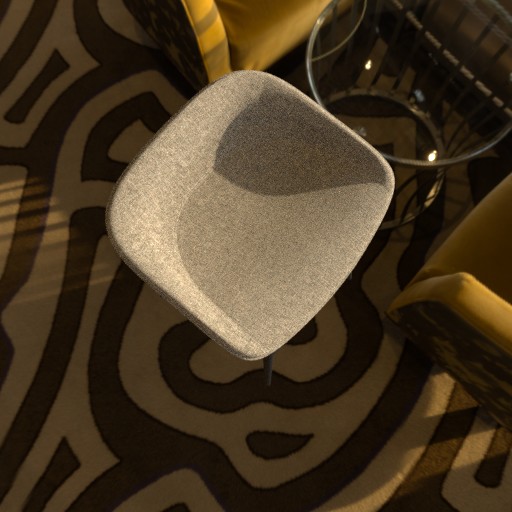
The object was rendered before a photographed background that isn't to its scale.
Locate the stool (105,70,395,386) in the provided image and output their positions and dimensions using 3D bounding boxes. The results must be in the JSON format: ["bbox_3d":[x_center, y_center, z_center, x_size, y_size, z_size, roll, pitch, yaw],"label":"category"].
[{"bbox_3d":[0.000,0.000,1.133,0.480,0.814,0.469,38,78,9],"label":"stool"}]
